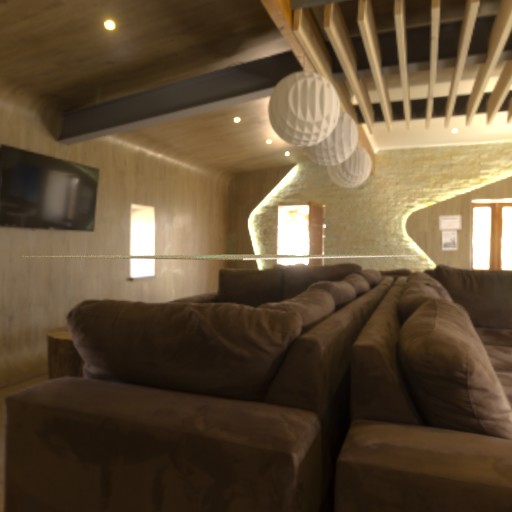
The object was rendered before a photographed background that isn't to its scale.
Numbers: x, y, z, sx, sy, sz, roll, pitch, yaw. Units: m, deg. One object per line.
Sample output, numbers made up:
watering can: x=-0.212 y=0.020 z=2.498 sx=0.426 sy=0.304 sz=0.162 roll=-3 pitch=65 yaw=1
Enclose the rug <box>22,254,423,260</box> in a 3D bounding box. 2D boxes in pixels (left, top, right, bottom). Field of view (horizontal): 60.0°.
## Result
rug: x=0.000 y=0.000 z=2.916 sx=1.524 sy=0.006 sz=2.286 roll=0 pitch=1 yaw=36
